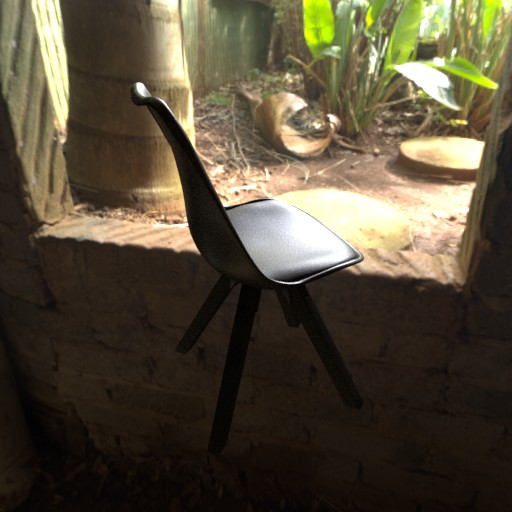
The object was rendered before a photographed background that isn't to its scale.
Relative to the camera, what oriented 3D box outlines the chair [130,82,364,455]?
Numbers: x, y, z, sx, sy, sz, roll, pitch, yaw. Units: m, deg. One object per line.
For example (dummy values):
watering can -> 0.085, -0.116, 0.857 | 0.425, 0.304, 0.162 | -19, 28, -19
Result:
chair -> 0.000, 0.000, 1.164 | 0.530, 0.850, 0.485 | -10, 30, -18
